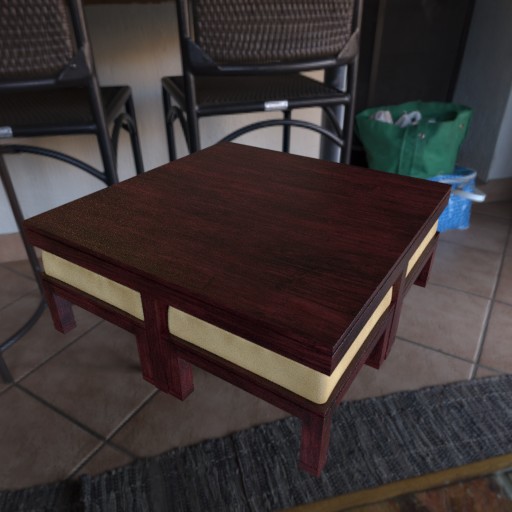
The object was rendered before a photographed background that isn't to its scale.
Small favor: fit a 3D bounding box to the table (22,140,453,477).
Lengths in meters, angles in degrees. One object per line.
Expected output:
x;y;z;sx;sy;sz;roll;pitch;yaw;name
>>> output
0.000;0.000;1.330;0.865;0.356;0.865;18;35;28;table
